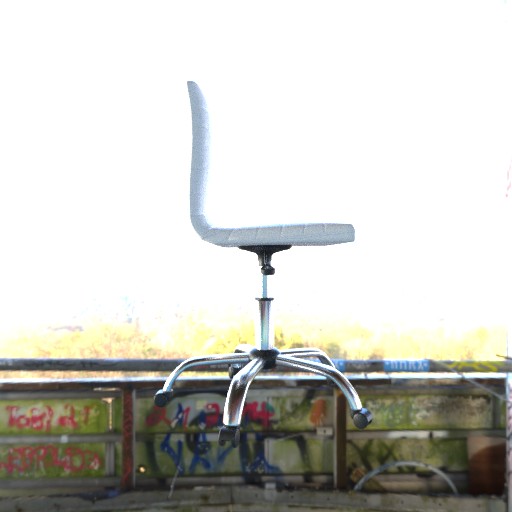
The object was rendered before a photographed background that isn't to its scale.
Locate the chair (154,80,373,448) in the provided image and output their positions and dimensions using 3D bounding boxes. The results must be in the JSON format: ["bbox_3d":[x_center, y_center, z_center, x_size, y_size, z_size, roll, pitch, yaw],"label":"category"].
[{"bbox_3d":[0.000,0.000,1.164,0.530,0.780,0.556,0,0,-1],"label":"chair"}]
